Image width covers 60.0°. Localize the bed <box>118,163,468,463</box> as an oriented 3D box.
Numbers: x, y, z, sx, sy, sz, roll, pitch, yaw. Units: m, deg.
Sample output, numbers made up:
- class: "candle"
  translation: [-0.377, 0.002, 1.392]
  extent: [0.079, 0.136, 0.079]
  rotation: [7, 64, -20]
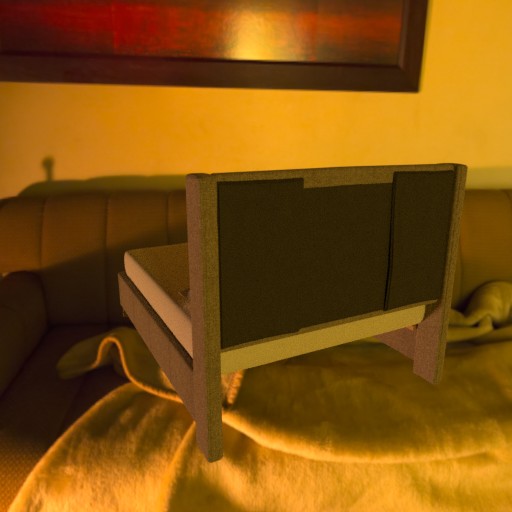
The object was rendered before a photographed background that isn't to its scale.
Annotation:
- class: "bed"
  translation: [0.000, 0.000, 3.421]
  extent: [1.714, 1.481, 2.245]
  rotation: [-8, 17, -26]
